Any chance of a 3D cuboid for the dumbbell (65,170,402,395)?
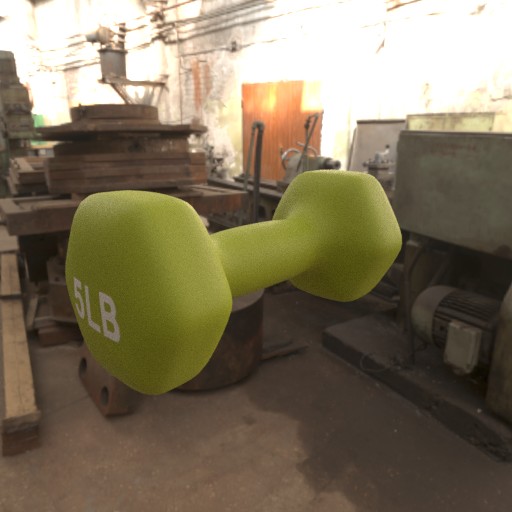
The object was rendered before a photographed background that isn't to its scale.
[{"bbox_3d":[0.000,0.000,0.211,0.080,0.072,0.164,15,22,43],"label":"dumbbell"}]
